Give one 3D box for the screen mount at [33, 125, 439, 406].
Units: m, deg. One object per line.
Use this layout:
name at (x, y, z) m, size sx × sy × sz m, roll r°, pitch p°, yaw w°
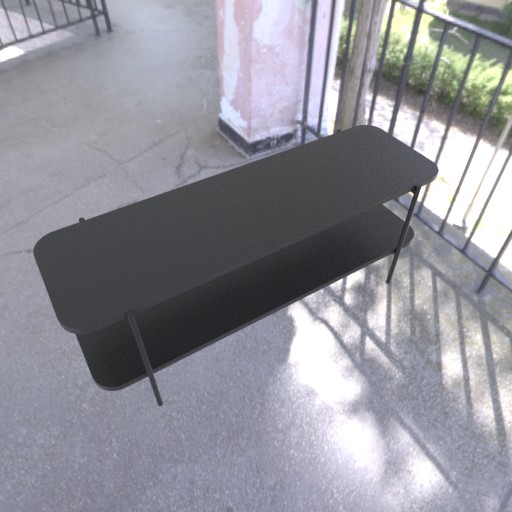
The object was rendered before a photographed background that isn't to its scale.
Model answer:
screen mount at (0.000, 0.000, 1.451) m, size 1.200 × 0.447 × 0.400 m, roll -24°, pitch 50°, yaw -21°
